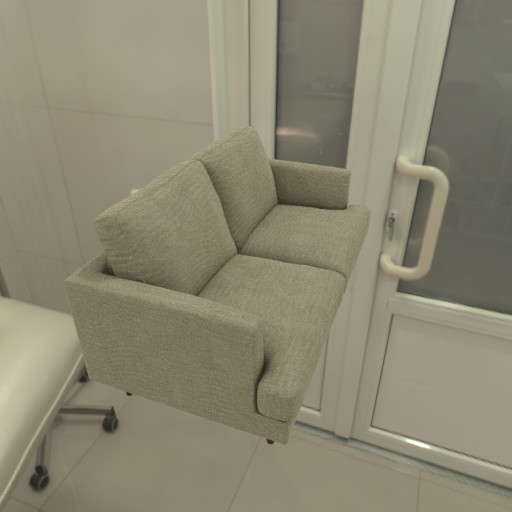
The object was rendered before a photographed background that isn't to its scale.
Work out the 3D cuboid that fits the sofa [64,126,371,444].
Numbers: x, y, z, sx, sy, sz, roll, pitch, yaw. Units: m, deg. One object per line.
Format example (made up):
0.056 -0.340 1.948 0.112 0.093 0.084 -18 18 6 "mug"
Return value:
0.000 0.000 2.187 0.903 0.944 1.582 11 33 18 "sofa"
